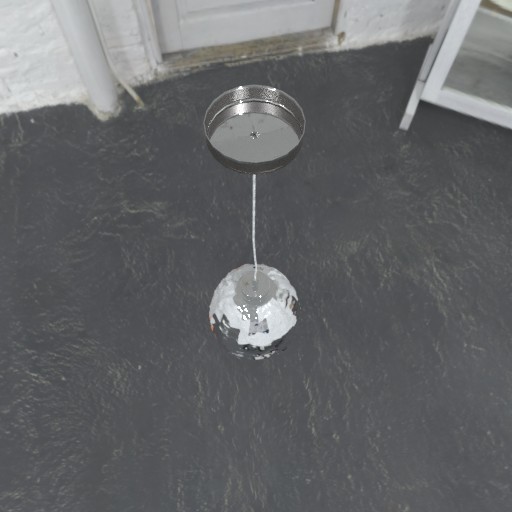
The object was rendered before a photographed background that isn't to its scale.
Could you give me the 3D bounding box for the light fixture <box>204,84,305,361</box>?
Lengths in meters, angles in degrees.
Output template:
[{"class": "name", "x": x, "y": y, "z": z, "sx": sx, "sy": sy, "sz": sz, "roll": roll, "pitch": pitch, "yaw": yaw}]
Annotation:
[{"class": "light fixture", "x": 0.000, "y": 0.000, "z": 1.775, "sx": 0.500, "sy": 1.511, "sz": 0.496, "roll": -34, "pitch": 69, "yaw": -15}]
